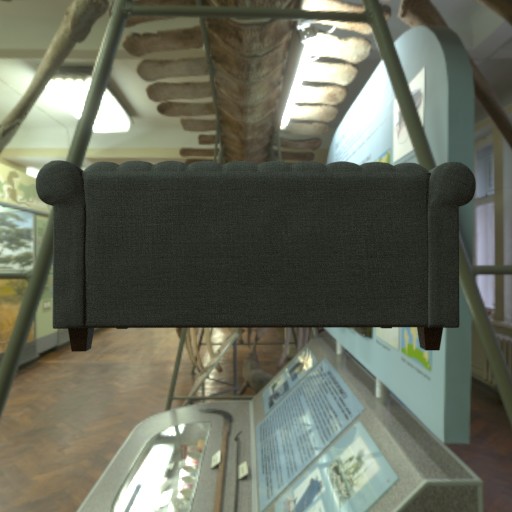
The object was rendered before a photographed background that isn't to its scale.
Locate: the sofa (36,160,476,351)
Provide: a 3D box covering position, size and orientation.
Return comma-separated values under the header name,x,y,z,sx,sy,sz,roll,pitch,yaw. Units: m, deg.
name,x,y,z,sx,sy,sz,roll,pitch,yaw
sofa,0.000,0.000,2.179,1.798,0.797,0.783,0,-1,-1
